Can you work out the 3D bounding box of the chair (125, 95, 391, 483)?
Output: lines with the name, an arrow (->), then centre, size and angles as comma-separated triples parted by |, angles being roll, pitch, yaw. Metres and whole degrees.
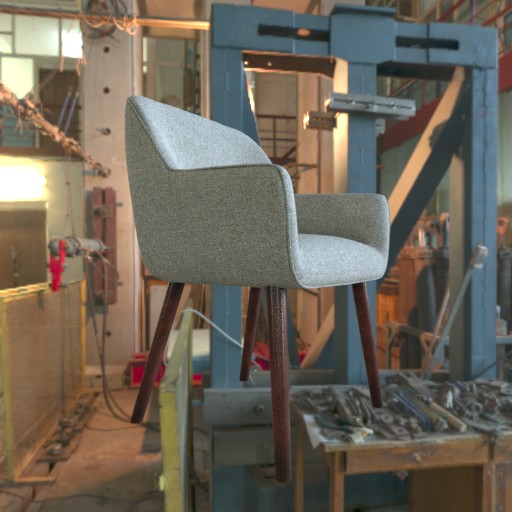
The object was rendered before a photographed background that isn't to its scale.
chair -> 0.000, 0.000, 1.127 | 0.519, 0.803, 0.543 | 0, 1, 36
